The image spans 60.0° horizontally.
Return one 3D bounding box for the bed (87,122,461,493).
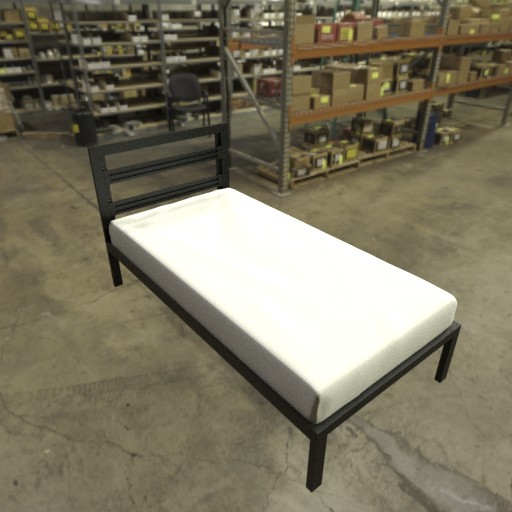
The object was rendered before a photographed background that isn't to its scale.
[{"bbox_3d":[0.000,0.000,2.454,0.991,0.967,1.930,-22,37,-33],"label":"bed"}]
